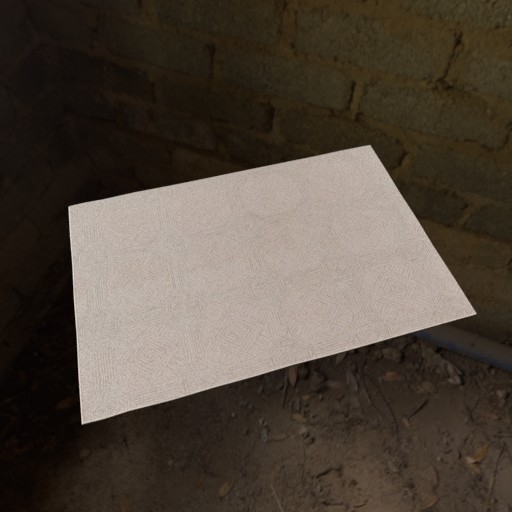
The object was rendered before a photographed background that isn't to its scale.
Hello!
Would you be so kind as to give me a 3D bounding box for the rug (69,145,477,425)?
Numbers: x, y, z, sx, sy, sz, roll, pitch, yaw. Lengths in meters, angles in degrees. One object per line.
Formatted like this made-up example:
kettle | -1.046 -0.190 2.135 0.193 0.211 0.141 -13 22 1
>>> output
rug | 0.000 0.000 2.297 1.839 0.009 1.236 -13 57 -9
